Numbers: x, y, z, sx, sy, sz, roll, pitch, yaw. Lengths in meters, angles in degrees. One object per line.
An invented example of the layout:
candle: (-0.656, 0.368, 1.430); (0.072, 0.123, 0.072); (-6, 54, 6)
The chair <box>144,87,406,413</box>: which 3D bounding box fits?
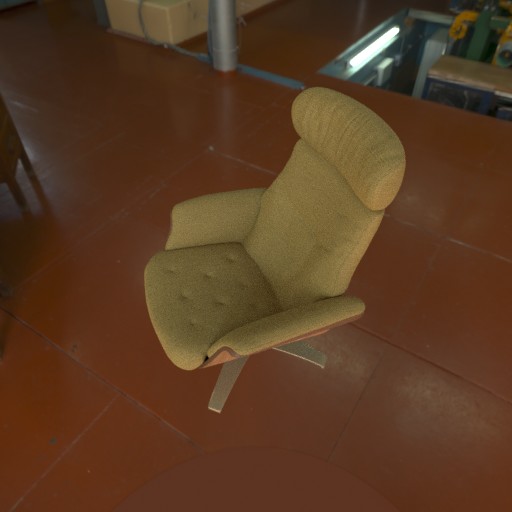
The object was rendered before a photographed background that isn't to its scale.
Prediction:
chair: (0.000, 0.000, 1.621); (0.837, 0.995, 0.785); (-16, 47, -16)
